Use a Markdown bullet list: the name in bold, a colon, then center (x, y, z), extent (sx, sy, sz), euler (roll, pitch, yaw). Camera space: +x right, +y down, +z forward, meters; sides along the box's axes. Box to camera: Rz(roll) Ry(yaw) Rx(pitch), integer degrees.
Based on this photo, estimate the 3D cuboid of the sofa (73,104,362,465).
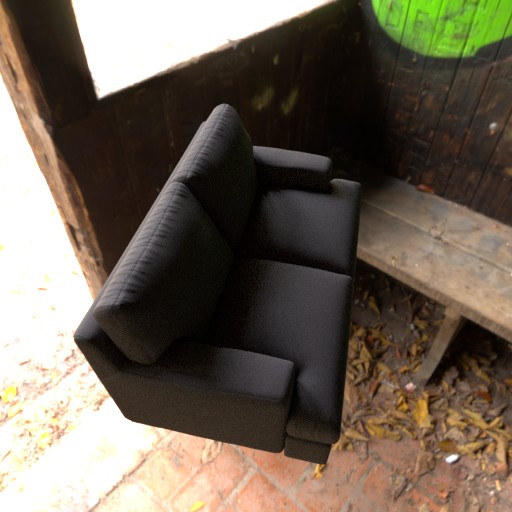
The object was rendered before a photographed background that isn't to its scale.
- **sofa**: center (0.000, 0.000, 2.526), extent (1.143, 0.940, 1.880), euler (9, 46, 9)
